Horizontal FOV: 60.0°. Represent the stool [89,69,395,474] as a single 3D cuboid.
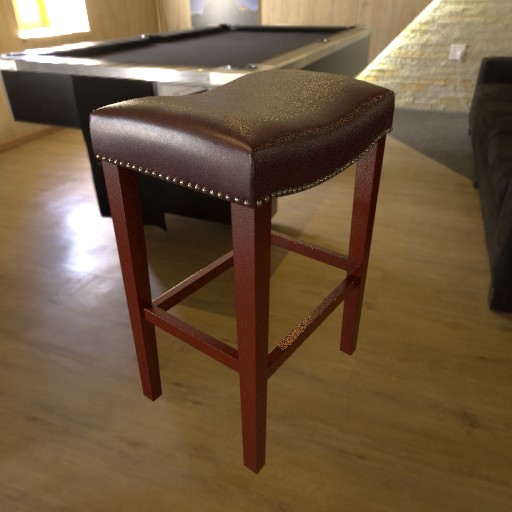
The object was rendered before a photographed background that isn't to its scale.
[{"bbox_3d":[0.000,0.000,1.018,0.372,0.742,0.504,21,37,31],"label":"stool"}]
